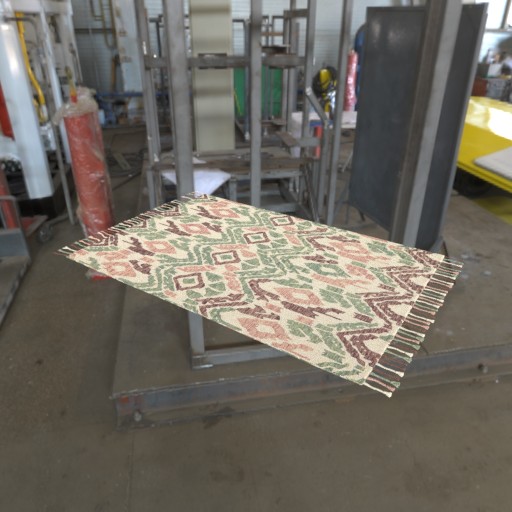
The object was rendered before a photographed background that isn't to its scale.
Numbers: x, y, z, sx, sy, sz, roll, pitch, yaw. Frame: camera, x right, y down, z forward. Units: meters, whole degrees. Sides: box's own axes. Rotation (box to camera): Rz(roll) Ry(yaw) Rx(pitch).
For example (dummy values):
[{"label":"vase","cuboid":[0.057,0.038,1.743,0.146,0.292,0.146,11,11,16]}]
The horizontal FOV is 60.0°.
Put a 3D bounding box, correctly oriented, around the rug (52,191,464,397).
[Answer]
[{"label":"rug","cuboid":[0.000,0.000,3.058,2.438,0.011,1.524,18,33,30]}]
